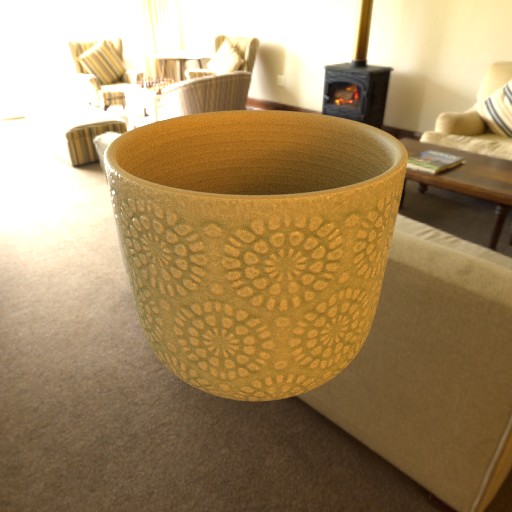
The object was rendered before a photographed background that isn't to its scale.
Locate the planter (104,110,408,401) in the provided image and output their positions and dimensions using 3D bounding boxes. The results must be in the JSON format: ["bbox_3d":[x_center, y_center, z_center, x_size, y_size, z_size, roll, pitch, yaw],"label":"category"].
[{"bbox_3d":[0.000,0.000,0.295,0.169,0.153,0.169,0,30,0],"label":"planter"}]
